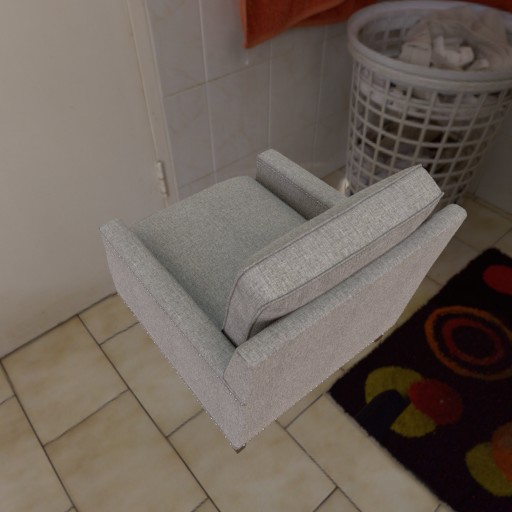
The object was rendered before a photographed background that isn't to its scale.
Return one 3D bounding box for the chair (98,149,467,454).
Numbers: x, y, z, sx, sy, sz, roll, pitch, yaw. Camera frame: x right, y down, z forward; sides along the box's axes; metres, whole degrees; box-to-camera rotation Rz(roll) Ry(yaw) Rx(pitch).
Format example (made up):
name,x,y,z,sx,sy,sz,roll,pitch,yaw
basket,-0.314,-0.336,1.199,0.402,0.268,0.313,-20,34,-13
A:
name,x,y,z,sx,sy,sz,roll,pitch,yaw
chair,0.000,0.000,1.669,0.853,0.943,1.014,-30,53,-26
